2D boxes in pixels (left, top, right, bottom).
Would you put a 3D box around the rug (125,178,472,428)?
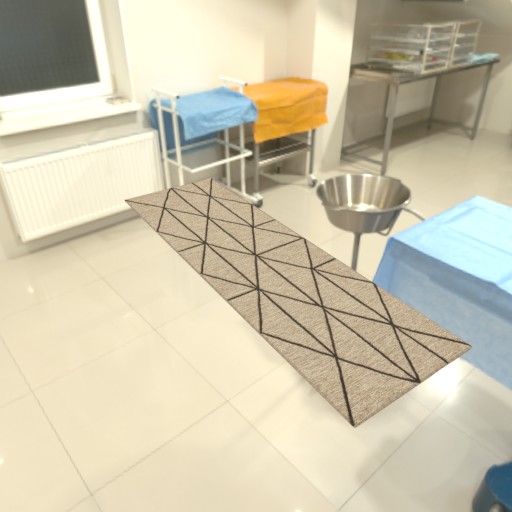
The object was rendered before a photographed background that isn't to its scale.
[{"bbox_3d":[0.000,0.000,2.720,0.762,0.012,2.438,-20,38,-29],"label":"rug"}]
